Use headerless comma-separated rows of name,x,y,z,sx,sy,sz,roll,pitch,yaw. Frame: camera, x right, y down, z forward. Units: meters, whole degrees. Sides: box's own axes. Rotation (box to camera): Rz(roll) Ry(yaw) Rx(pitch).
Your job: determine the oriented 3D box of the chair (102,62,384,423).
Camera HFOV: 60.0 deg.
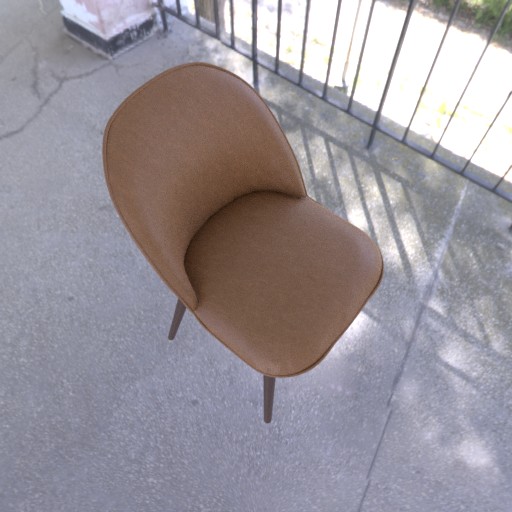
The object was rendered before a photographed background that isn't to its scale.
chair,0.000,0.000,1.227,0.631,0.831,0.521,35,65,19
